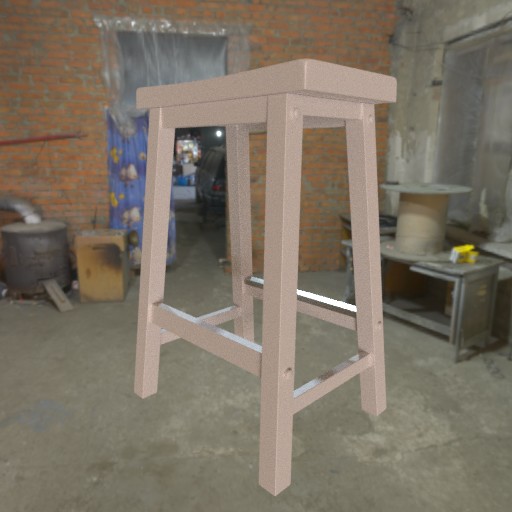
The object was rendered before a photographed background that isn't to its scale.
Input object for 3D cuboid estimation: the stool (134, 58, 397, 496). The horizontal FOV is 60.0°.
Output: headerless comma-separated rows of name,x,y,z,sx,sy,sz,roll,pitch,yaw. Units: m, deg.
stool,0.000,0.000,0.832,0.322,0.610,0.406,-13,19,-43
